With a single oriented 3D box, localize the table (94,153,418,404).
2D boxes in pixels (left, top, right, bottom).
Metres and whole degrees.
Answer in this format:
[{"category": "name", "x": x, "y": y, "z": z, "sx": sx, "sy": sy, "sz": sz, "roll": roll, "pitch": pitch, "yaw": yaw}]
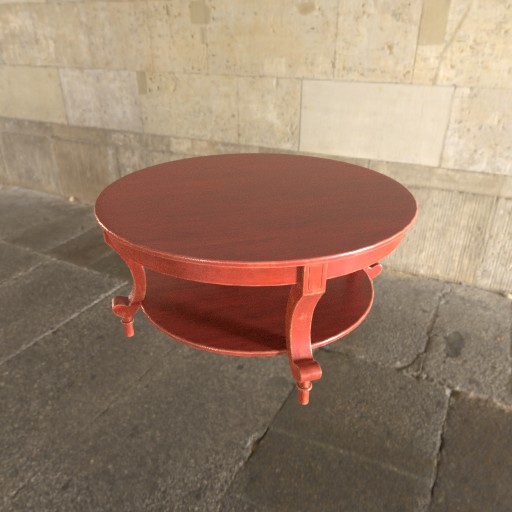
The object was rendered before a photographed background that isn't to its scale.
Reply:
[{"category": "table", "x": 0.000, "y": 0.000, "z": 1.580, "sx": 1.029, "sy": 0.486, "sz": 1.029, "roll": 0, "pitch": 27, "yaw": 0}]
